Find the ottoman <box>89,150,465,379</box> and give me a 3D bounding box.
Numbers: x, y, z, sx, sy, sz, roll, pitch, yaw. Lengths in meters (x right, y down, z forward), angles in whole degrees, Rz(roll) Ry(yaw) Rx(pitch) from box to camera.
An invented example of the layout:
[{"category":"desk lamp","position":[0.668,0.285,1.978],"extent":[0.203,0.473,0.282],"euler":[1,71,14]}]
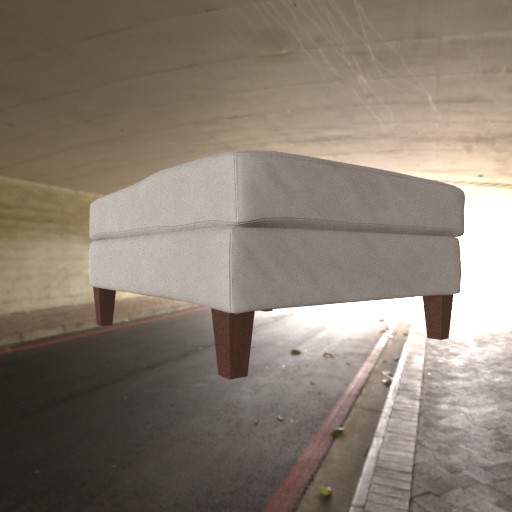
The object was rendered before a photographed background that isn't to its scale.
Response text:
[{"category":"ottoman","position":[0.000,0.000,1.456],"extent":[0.836,0.492,1.002],"euler":[0,0,-36]}]
